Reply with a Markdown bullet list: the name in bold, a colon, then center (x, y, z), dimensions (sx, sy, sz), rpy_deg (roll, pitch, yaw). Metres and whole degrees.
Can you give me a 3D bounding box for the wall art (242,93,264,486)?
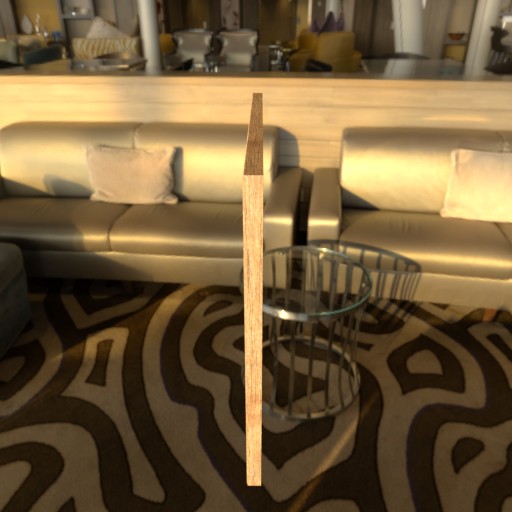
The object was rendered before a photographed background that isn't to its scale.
- **wall art**: center (0.000, 0.000, 0.980), dimensions (0.026, 0.588, 0.690), rpy_deg (0, 28, 1)
